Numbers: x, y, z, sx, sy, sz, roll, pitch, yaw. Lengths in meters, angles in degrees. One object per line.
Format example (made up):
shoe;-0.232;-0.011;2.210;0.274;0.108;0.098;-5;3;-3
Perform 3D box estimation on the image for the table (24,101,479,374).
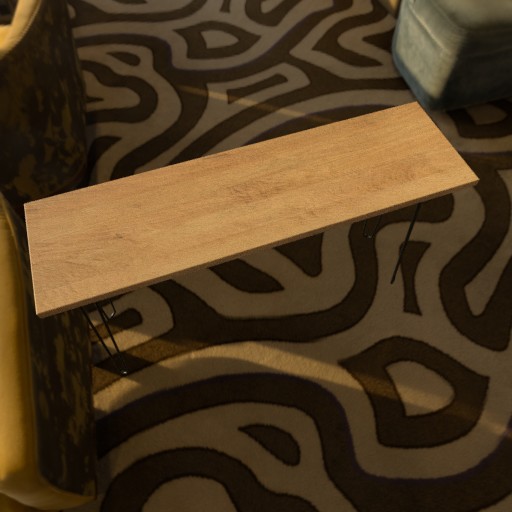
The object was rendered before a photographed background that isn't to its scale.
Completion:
table;0.000;0.000;1.754;1.400;0.799;0.399;-17;61;-10
